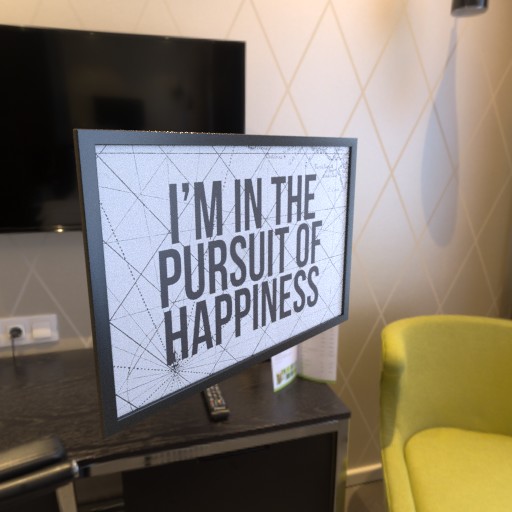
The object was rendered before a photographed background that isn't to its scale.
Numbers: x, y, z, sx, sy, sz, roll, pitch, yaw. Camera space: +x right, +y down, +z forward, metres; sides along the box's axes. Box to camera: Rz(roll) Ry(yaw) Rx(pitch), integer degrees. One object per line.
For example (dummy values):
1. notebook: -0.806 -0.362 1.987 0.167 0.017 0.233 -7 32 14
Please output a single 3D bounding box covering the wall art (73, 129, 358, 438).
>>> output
1. wall art: 0.000 0.000 1.046 0.015 0.552 0.819 13 19 43
